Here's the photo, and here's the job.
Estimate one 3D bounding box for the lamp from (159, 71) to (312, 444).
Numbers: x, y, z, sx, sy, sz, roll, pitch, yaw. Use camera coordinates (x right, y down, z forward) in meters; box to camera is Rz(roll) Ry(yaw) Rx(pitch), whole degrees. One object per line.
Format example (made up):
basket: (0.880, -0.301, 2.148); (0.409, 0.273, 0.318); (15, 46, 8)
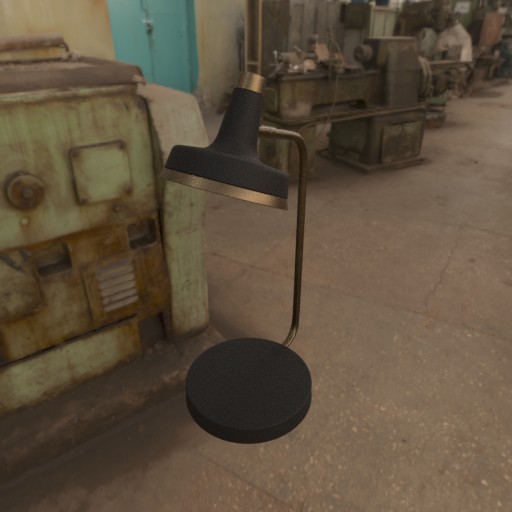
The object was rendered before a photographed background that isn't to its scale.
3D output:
lamp: (0.000, 0.000, 0.493); (0.162, 0.385, 0.218); (18, 33, 29)
